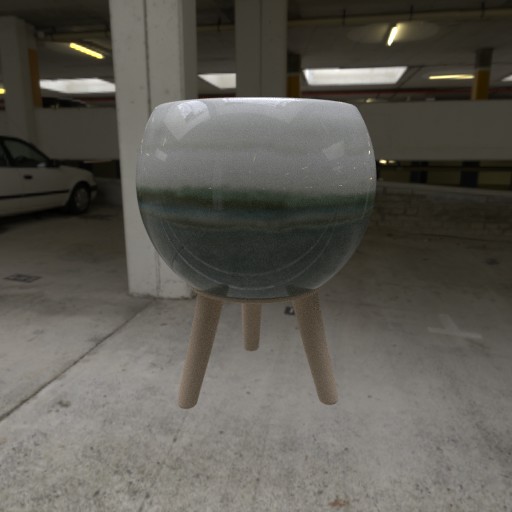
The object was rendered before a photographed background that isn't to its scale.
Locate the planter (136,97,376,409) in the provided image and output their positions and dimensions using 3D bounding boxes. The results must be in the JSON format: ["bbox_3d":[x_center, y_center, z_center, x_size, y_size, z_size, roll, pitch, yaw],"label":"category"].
[{"bbox_3d":[0.000,0.000,0.439,0.222,0.278,0.222,0,13,0],"label":"planter"}]
